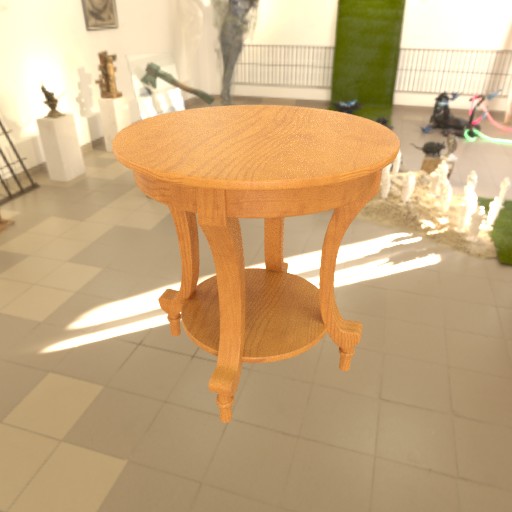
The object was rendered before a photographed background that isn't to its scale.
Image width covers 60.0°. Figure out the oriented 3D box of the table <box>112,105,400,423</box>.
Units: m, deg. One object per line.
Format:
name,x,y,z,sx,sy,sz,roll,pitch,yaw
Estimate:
table,0.000,0.000,1.105,0.597,0.612,0.597,0,30,0
